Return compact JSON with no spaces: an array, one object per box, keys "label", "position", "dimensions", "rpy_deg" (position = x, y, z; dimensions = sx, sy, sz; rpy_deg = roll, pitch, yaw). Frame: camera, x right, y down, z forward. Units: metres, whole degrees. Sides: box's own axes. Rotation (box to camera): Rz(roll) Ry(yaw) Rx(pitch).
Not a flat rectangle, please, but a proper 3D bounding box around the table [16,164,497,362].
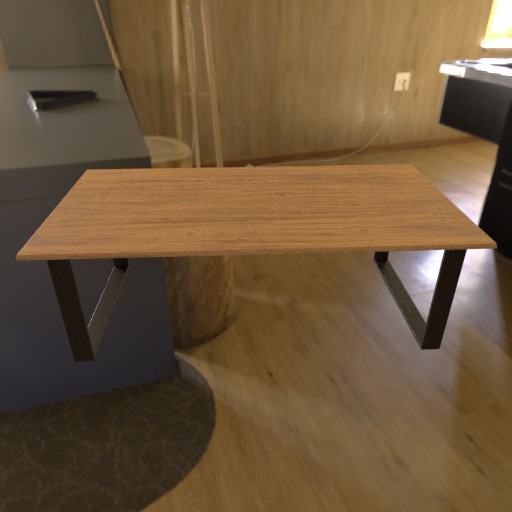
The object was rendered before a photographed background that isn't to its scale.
[{"label":"table","position":[0.000,0.000,1.629],"dimensions":[1.331,0.445,0.693],"rpy_deg":[-1,30,-2]}]
